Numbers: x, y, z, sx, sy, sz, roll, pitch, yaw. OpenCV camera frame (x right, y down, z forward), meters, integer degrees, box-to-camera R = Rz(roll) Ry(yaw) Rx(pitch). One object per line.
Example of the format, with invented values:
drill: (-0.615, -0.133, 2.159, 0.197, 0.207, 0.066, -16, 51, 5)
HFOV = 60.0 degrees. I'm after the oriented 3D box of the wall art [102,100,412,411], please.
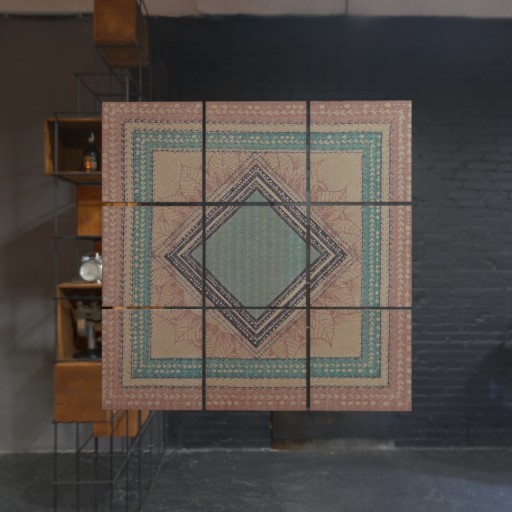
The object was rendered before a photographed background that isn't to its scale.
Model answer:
wall art: (0.000, 0.000, 1.746, 1.215, 1.213, 0.013, 0, 0, 1)
